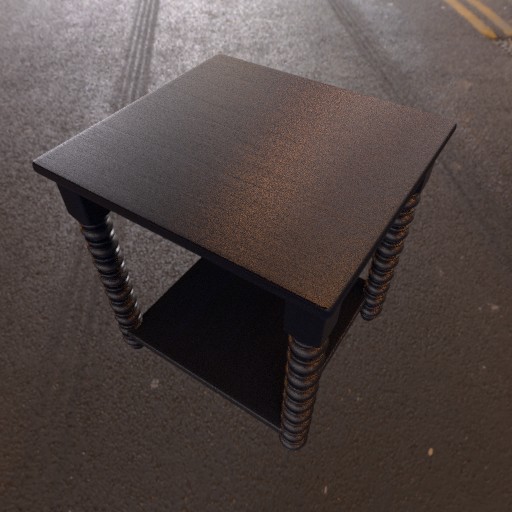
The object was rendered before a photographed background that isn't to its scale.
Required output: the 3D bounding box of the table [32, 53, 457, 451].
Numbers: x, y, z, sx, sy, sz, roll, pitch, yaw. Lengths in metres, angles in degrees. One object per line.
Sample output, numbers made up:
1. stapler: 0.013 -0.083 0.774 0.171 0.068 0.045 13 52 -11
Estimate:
1. table: 0.000 0.000 0.949 0.533 0.567 0.500 26 52 22
